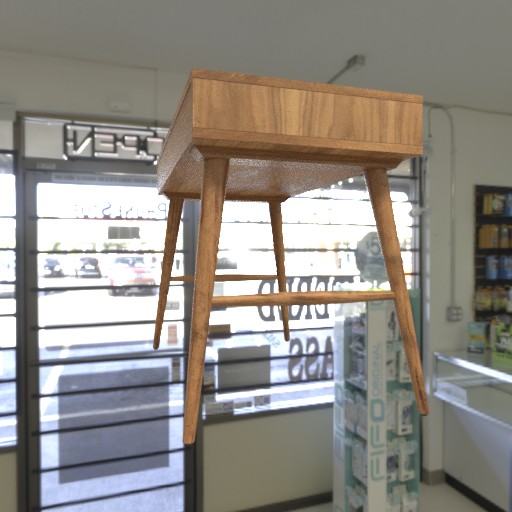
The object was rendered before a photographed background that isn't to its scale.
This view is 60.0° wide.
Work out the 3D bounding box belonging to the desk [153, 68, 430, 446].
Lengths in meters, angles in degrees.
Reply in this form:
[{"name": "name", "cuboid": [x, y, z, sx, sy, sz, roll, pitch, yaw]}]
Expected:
[{"name": "desk", "cuboid": [0.000, 0.000, 1.419, 0.588, 0.758, 0.949, 0, 0, -17]}]
